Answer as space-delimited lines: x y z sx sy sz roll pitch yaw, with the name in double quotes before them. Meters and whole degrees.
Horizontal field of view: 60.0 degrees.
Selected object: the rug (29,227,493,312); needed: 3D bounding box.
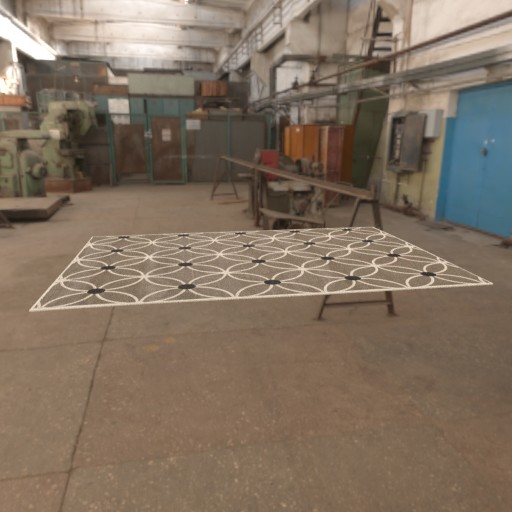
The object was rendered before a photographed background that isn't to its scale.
"rug" 0.000 0.000 2.855 2.284 0.008 1.522 -3 15 -9
